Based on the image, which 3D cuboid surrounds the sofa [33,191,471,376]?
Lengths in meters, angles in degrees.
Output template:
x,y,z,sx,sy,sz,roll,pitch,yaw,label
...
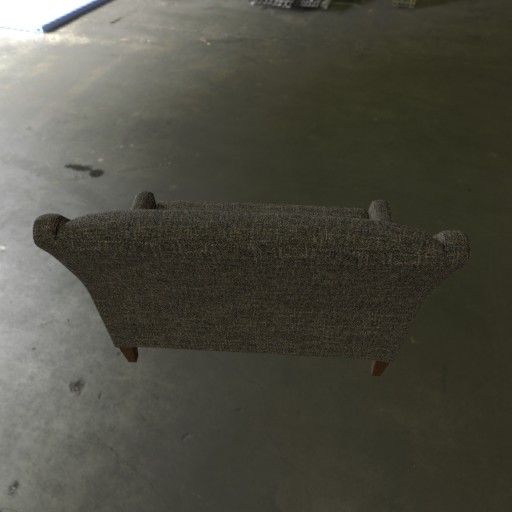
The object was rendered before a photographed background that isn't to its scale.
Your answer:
x,y,z,sx,sy,sz,roll,pitch,yaw,label
0.000,0.000,1.849,1.242,1.021,0.870,3,46,2,sofa
